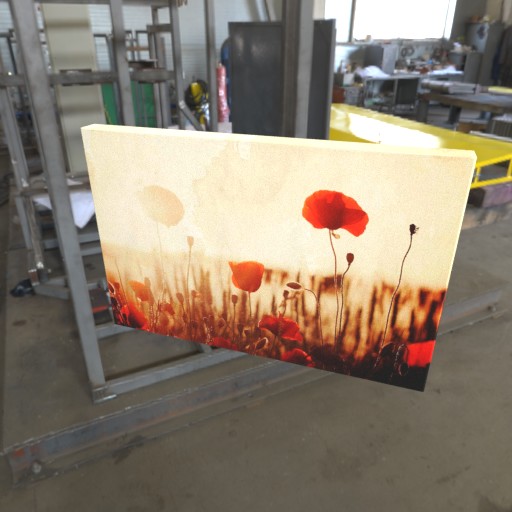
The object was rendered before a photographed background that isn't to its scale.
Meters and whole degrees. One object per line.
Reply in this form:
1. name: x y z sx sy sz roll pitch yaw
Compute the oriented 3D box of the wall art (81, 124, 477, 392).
1. wall art: 0.000 0.000 0.764 0.613 0.402 0.040 9 28 17
